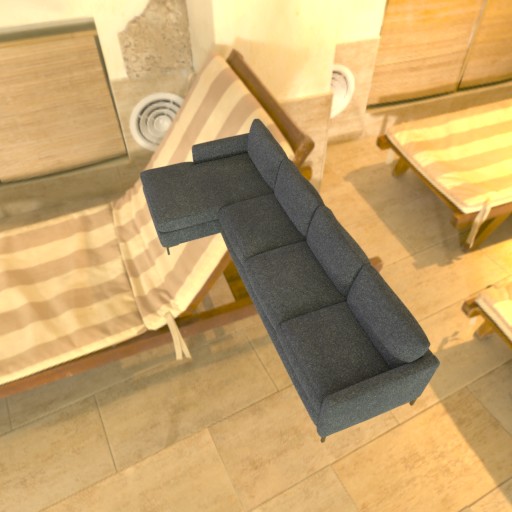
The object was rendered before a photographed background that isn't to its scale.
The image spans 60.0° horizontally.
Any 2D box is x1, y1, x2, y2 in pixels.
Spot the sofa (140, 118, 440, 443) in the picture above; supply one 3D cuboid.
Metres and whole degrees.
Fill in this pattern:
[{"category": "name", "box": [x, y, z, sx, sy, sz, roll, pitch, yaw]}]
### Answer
[{"category": "sofa", "box": [0.000, 0.000, 3.635, 1.350, 0.810, 2.932, -16, 50, -15]}]
